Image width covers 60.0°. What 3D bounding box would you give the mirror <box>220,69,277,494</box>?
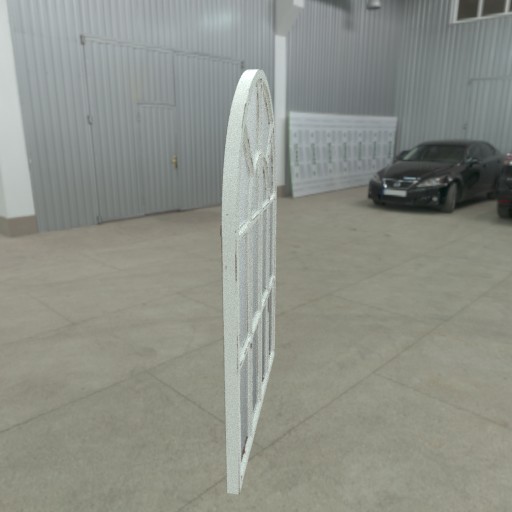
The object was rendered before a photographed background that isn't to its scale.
[{"bbox_3d":[0.000,0.000,1.180,0.032,0.920,0.660,2,16,9],"label":"mirror"}]
